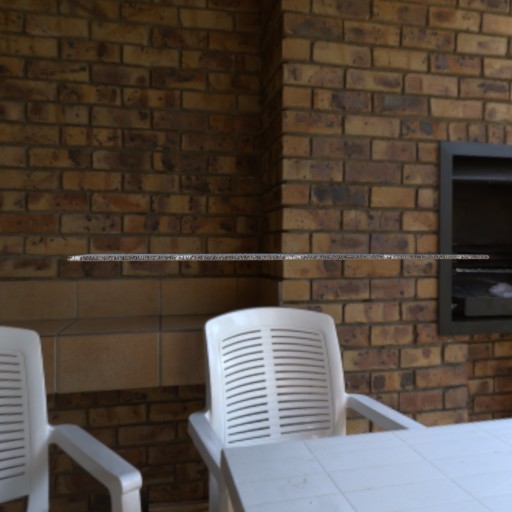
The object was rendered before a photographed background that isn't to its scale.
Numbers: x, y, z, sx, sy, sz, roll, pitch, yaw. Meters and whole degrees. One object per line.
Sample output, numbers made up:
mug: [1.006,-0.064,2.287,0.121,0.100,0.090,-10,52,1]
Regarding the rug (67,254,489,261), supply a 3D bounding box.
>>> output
rug: [0.000,0.000,4.129,3.047,0.029,2.438,0,1,-18]
